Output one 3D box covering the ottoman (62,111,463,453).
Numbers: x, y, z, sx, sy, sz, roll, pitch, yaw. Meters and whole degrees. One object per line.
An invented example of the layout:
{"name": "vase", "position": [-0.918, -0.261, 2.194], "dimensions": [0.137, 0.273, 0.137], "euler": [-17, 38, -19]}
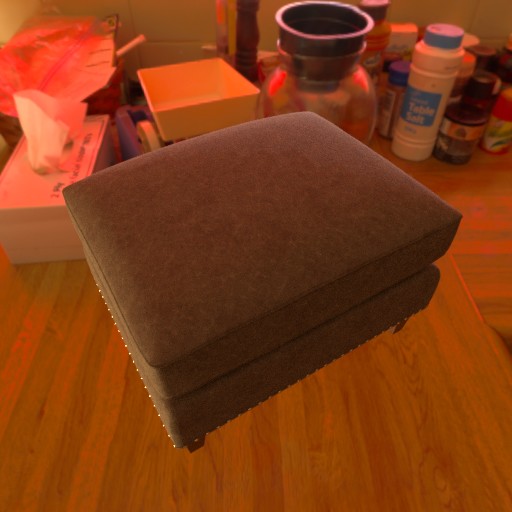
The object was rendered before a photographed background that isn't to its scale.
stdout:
{"name": "ottoman", "position": [0.000, 0.000, 1.126], "dimensions": [0.741, 0.513, 0.584], "euler": [-23, 50, -22]}
